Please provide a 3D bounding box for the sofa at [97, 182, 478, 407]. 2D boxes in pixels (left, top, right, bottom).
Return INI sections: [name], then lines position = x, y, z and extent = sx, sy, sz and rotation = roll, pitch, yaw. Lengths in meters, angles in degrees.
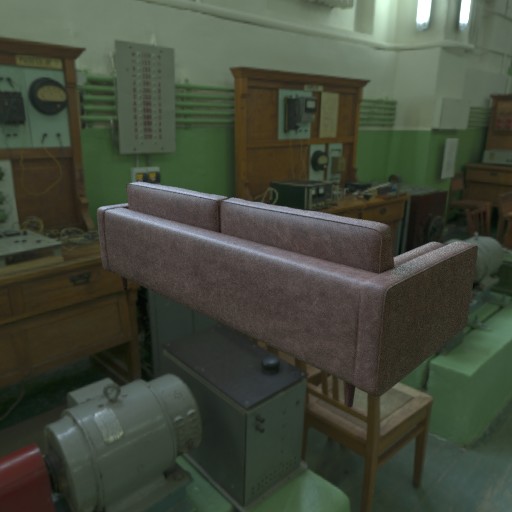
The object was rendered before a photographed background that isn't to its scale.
[sofa]
position = 0.000, 0.000, 2.641
extent = 0.914, 0.762, 2.210
rotation = -16, 23, -43
